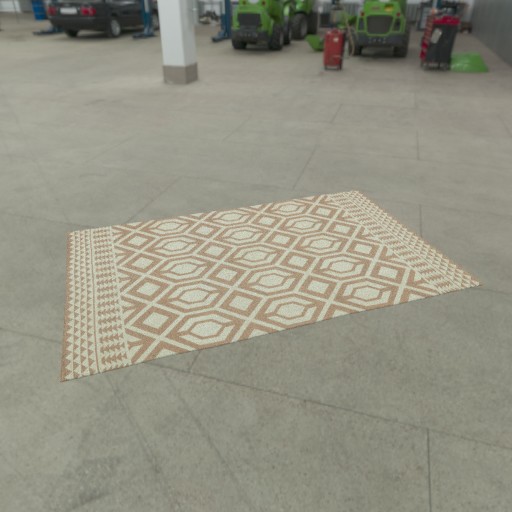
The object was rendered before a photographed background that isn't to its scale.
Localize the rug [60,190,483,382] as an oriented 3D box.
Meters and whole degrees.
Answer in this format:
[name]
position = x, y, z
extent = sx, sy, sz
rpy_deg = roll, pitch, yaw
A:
[rug]
position = 0.000, 0.000, 2.999
extent = 2.435, 0.011, 1.526
rpy_deg = -10, 33, -16
